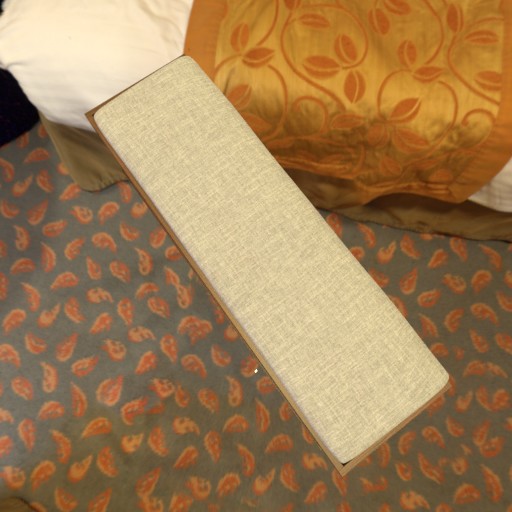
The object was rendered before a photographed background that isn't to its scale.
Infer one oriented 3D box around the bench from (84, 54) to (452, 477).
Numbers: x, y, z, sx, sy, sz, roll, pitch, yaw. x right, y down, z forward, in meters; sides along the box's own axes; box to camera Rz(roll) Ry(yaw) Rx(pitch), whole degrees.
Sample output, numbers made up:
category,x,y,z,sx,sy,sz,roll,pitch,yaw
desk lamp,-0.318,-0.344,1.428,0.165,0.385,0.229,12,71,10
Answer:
category,x,y,z,sx,sy,sz,roll,pitch,yaw
bench,0.000,0.000,1.388,0.367,0.468,1.196,-35,78,-9
